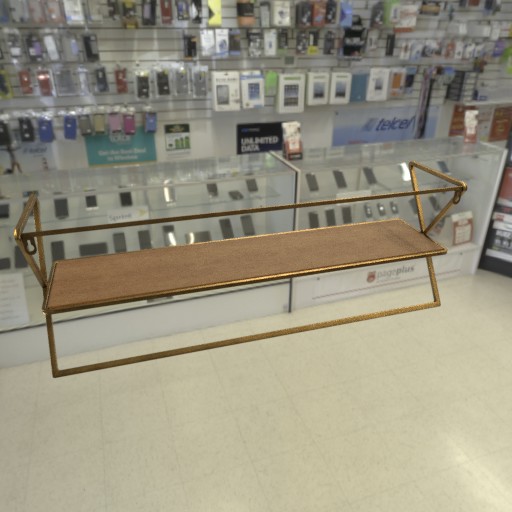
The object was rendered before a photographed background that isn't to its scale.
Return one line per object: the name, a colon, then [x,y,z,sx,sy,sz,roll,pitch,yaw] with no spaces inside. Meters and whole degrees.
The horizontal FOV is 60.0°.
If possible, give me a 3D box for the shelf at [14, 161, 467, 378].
shelf: [0.000,0.000,0.722,0.645,0.229,0.150,-8,28,-15]
